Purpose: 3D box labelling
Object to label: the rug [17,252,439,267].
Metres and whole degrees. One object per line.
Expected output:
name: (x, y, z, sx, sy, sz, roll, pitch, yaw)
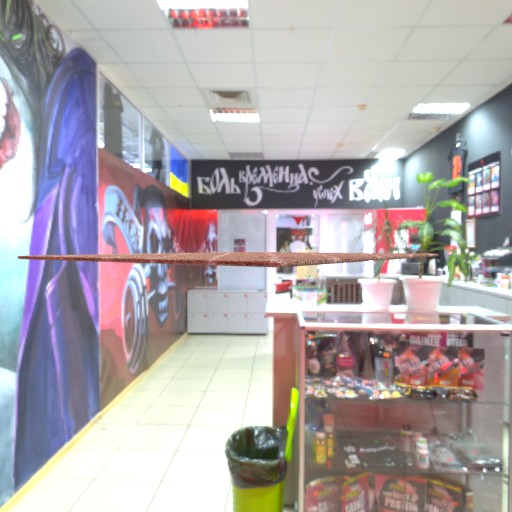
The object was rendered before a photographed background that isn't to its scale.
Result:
rug: (0.000, 0.000, 3.995, 2.438, 0.029, 3.047, 1, 1, 35)
